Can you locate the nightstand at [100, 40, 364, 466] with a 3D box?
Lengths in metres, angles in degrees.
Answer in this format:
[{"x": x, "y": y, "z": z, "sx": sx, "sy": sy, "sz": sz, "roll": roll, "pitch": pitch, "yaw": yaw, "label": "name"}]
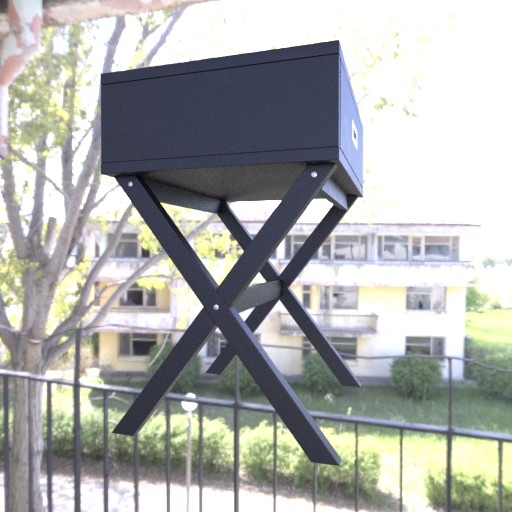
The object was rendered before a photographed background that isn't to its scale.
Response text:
[{"x": 0.000, "y": 0.000, "z": 0.922, "sx": 0.402, "sy": 0.623, "sz": 0.479, "roll": 0, "pitch": 1, "yaw": 18, "label": "nightstand"}]
